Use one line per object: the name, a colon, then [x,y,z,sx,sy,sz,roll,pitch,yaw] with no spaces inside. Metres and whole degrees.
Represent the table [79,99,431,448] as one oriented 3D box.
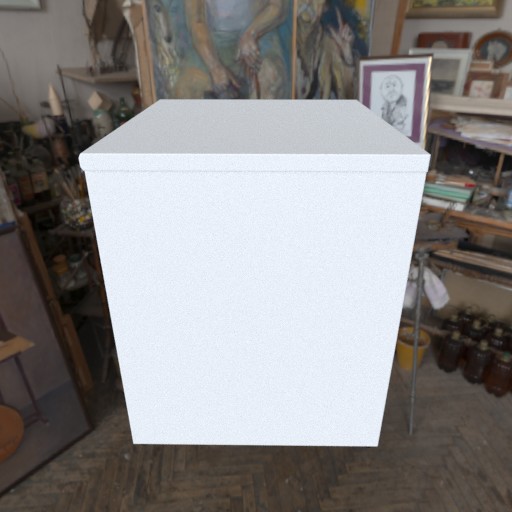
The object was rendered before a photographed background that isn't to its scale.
table: [0.000,0.000,0.768,0.380,0.460,0.420,0,27,1]
